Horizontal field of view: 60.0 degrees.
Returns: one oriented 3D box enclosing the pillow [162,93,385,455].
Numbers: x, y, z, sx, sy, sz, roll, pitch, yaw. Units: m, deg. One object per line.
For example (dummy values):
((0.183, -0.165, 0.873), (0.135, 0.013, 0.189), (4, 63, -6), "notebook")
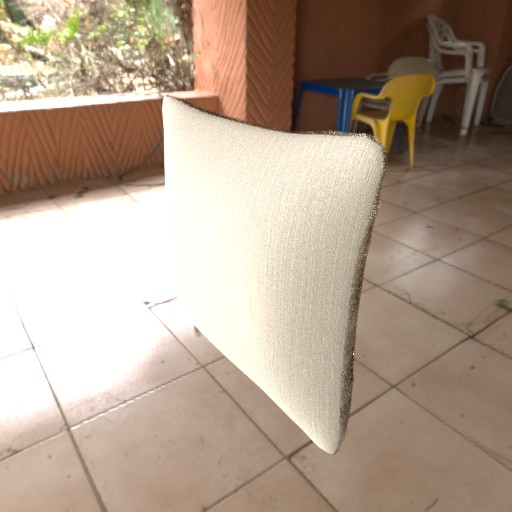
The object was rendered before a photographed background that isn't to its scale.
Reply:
((0.000, 0.000, 0.814), (0.216, 0.525, 0.538), (-19, 33, -33), "pillow")
